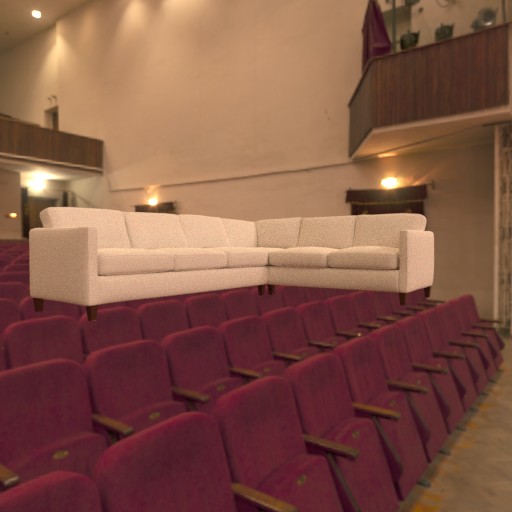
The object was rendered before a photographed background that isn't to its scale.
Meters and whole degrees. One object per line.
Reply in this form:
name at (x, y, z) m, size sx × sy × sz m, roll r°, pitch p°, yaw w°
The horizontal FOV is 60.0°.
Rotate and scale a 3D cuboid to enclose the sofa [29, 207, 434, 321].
sofa at (0.000, 0.000, 4.403) m, size 2.593 × 0.947 × 3.302 m, roll 1°, pitch 1°, yaw 37°
